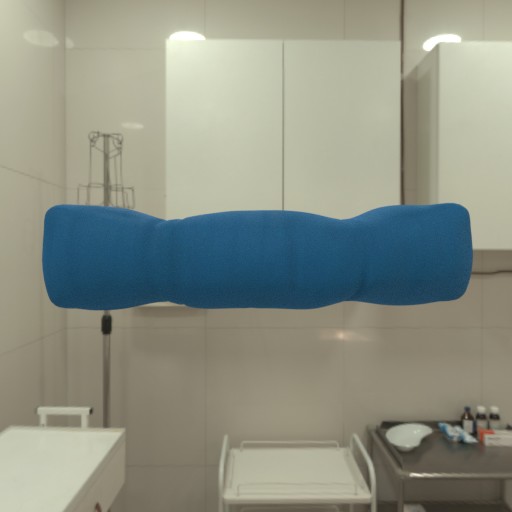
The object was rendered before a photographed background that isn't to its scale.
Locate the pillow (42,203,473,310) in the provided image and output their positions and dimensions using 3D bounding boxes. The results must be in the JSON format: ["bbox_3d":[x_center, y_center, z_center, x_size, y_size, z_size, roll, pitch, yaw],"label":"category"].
[{"bbox_3d":[0.000,0.000,0.711,0.490,0.128,0.468,0,1,-1],"label":"pillow"}]
